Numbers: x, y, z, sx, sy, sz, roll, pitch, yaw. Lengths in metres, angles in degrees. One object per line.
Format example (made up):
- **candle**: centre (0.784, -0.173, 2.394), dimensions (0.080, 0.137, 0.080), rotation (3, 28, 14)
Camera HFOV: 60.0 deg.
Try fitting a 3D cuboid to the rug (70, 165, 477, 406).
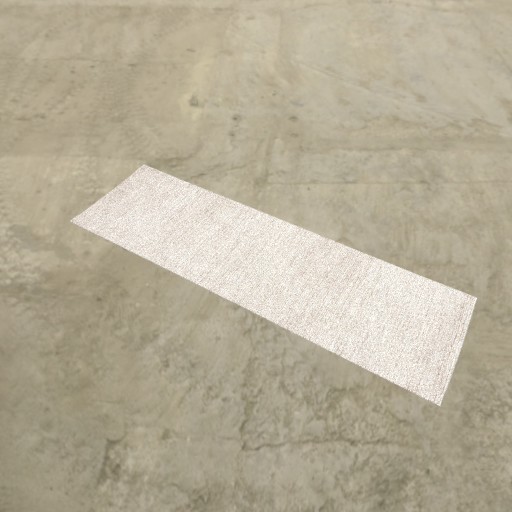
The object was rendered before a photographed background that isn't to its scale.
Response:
- **rug**: centre (0.000, 0.000, 2.577), dimensions (2.346, 0.013, 0.712), rotation (24, 51, 21)
